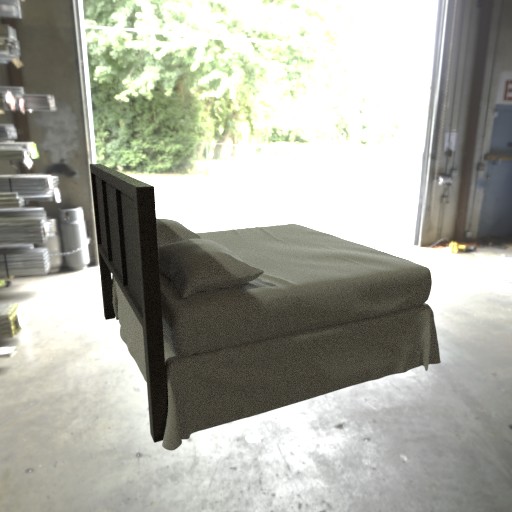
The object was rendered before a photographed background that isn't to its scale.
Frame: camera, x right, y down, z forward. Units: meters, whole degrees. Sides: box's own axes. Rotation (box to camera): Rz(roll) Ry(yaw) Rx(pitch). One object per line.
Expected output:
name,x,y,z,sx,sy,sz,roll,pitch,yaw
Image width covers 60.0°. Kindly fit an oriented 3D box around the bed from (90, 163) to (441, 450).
bed,0.000,0.000,2.901,1.785,1.142,1.772,-7,17,-25
